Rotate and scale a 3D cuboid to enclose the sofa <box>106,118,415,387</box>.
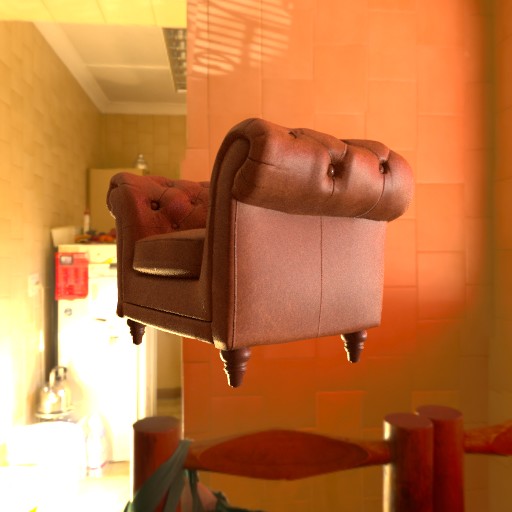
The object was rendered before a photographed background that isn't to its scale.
[{"bbox_3d":[0.000,0.000,2.085,1.033,0.878,1.405,0,0,-36],"label":"sofa"}]
